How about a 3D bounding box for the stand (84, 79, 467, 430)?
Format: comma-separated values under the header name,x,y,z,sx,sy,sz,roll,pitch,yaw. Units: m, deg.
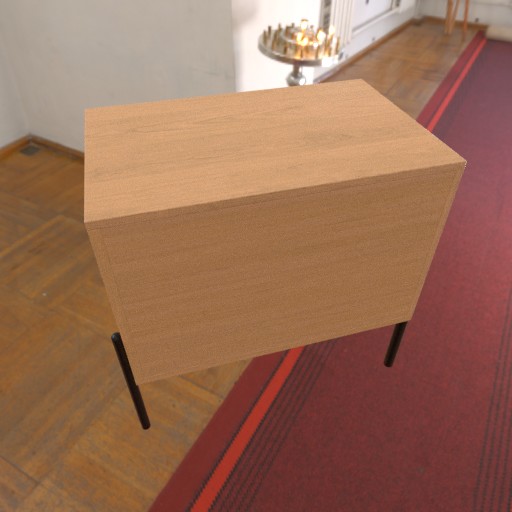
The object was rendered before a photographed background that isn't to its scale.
name,x,y,z,sx,sy,sz,roll,pitch,yaw
stand,0.000,0.000,0.984,0.630,0.600,0.400,-11,43,-12
